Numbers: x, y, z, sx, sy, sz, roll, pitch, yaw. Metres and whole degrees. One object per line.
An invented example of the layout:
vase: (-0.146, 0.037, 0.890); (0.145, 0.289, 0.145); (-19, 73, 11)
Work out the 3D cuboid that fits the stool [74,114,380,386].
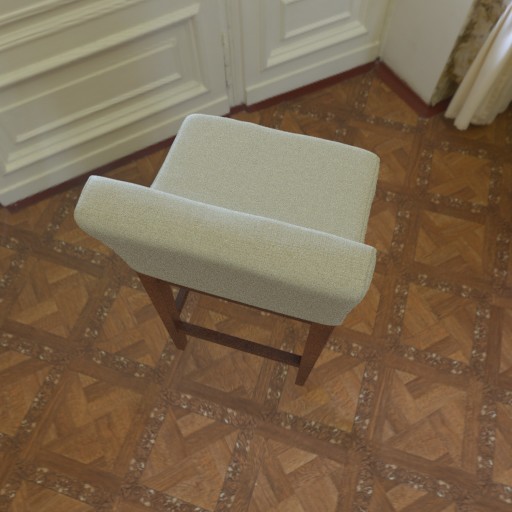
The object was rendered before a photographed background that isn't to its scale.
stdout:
stool: (0.000, 0.000, 1.209); (0.511, 0.937, 0.500); (15, 64, 8)
